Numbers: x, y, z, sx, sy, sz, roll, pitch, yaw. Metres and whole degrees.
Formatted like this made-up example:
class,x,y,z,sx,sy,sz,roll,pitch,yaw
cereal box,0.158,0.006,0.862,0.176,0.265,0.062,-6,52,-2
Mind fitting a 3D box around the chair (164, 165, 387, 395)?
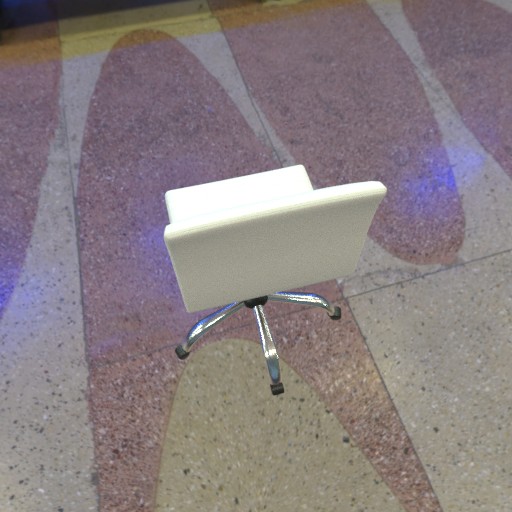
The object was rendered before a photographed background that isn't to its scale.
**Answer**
class,x,y,z,sx,sy,sz,roll,pitch,yaw
chair,0.000,0.000,1.142,0.556,0.780,0.530,-13,59,-8
